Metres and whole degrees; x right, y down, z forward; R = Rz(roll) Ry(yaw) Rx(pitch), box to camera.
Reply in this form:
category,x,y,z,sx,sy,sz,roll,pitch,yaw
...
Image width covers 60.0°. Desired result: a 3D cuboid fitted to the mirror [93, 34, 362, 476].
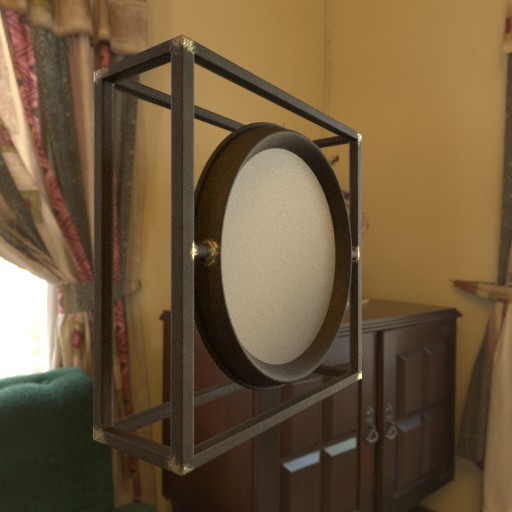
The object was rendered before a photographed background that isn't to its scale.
category,x,y,z,sx,sy,sz,roll,pitch,yaw
mirror,0.000,0.000,0.456,0.107,0.303,0.306,0,0,36
